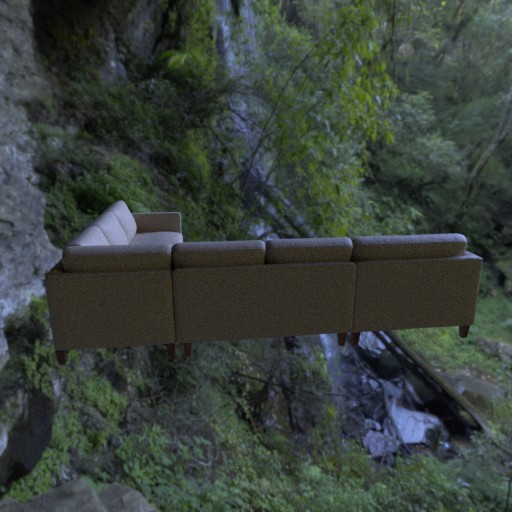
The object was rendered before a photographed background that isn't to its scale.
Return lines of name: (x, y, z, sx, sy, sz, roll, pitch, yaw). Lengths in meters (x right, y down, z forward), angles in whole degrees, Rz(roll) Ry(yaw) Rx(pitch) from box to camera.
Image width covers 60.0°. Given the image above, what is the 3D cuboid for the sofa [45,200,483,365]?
sofa: (0.000, 0.000, 4.594, 3.403, 0.889, 2.551, -2, 16, -8)
